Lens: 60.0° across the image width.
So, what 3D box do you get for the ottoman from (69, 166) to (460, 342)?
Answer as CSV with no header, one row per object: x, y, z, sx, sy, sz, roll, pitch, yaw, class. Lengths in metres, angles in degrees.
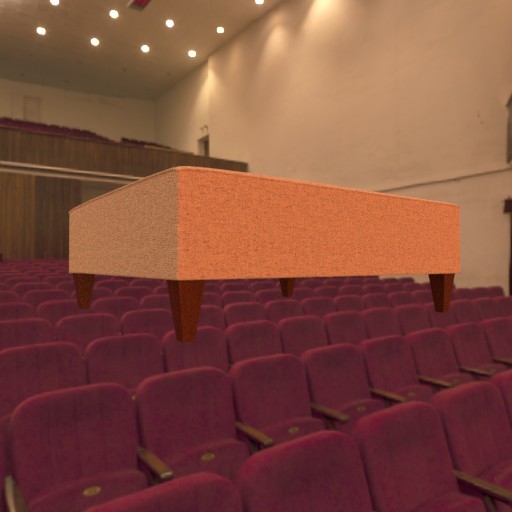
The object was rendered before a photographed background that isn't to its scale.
0.000,0.000,1.245,0.835,0.303,0.736,1,-1,-36,ottoman
